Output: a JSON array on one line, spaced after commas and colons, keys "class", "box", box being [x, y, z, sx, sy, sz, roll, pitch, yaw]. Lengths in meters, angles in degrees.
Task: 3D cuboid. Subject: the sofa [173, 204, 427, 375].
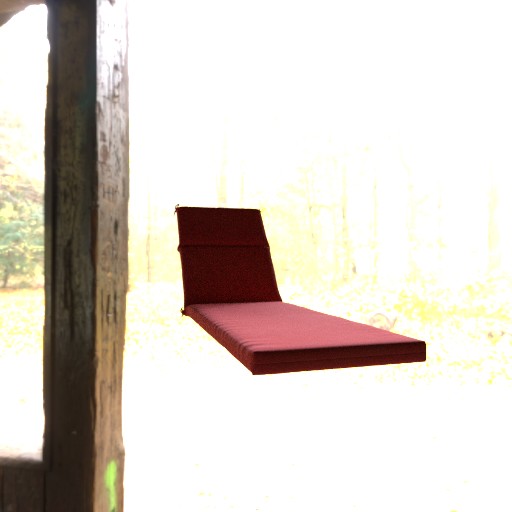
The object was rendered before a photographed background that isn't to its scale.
[{"class": "sofa", "box": [0.000, 0.000, 1.959, 0.582, 0.622, 1.663, 0, 0, -17]}]
